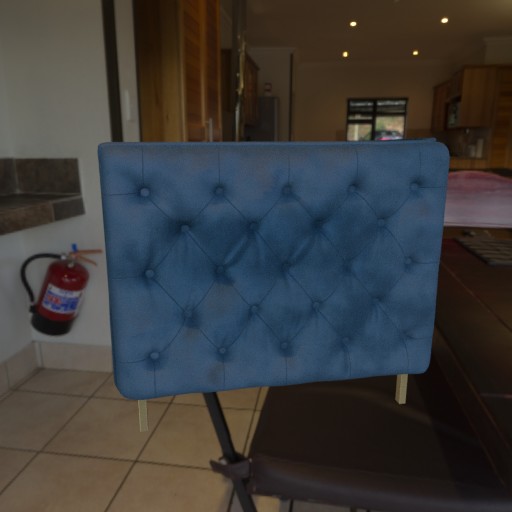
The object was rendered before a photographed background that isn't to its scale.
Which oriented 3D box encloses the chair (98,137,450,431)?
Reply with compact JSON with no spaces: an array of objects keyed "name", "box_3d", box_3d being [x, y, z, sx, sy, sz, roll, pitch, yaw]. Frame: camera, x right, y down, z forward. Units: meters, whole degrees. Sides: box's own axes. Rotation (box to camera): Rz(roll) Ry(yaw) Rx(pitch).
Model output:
[{"name":"chair","box_3d":[0.000,0.000,1.517,0.877,0.771,0.868,-2,13,-10]}]
